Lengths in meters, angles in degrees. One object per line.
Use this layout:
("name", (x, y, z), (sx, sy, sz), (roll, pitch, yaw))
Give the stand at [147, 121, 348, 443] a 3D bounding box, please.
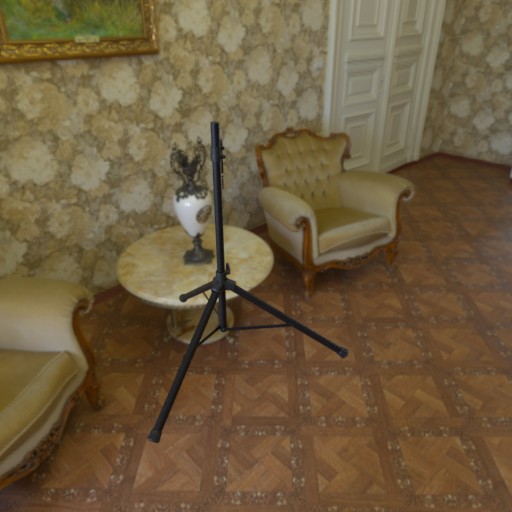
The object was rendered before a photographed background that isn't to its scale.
("stand", (0.000, 0.000, 1.925), (0.907, 1.136, 1.045), (0, 28, 0))
